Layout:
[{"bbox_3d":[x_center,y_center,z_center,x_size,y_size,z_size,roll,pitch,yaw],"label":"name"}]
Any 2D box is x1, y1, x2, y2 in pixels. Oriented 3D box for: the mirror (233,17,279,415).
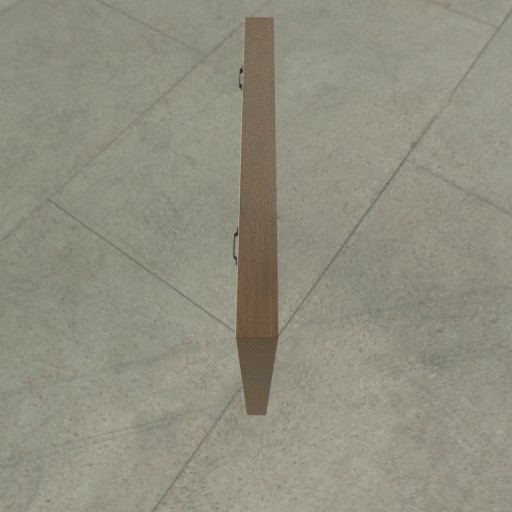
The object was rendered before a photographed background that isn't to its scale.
[{"bbox_3d":[0.000,0.000,0.684,0.041,0.509,0.406,0,63,0],"label":"mirror"}]
